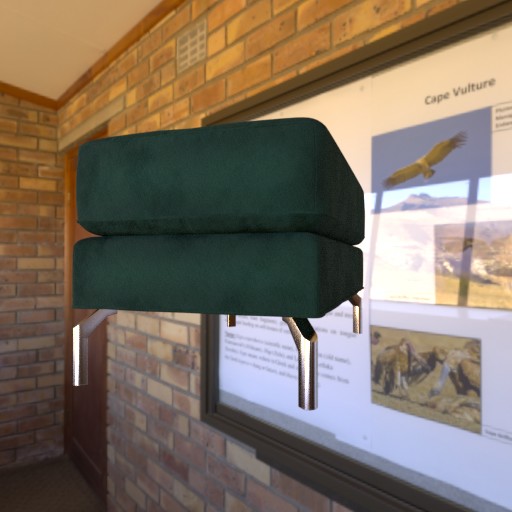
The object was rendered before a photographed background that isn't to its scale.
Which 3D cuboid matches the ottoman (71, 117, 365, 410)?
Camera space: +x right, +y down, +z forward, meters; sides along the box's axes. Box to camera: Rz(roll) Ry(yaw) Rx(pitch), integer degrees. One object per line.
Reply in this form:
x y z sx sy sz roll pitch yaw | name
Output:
0.000 0.000 1.238 0.536 0.533 0.886 0 -1 18 | ottoman
